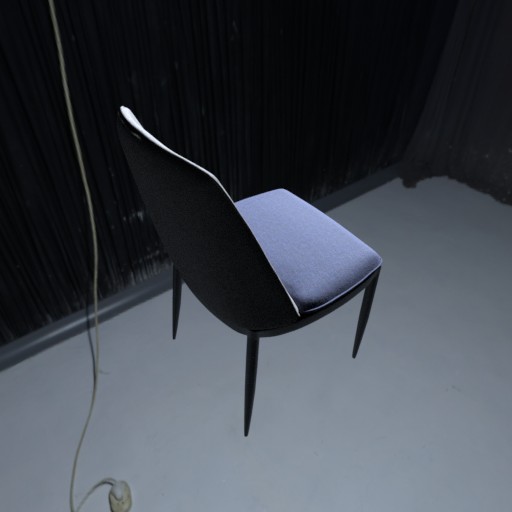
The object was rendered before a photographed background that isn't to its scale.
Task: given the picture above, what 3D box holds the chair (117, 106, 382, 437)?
[{"bbox_3d":[0.000,0.000,1.194,0.550,0.855,0.488,-25,47,-27],"label":"chair"}]
